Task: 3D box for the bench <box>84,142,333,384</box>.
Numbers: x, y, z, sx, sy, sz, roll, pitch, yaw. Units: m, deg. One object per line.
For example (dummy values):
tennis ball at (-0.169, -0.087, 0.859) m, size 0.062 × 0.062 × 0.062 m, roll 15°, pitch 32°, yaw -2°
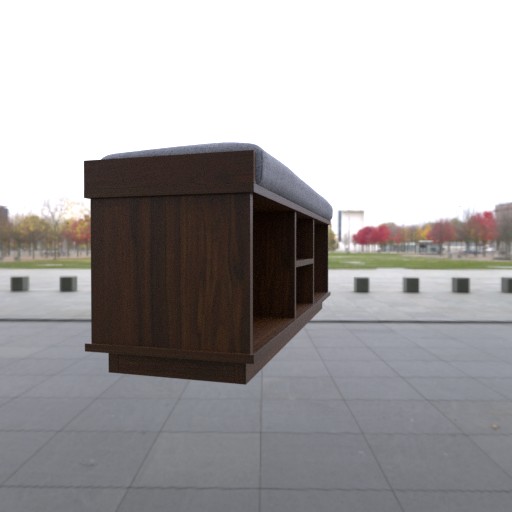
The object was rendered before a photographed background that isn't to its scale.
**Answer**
bench at (0.000, 0.000, 1.404) m, size 0.367 × 0.468 × 1.196 m, roll 0°, pitch 1°, yaw 16°
